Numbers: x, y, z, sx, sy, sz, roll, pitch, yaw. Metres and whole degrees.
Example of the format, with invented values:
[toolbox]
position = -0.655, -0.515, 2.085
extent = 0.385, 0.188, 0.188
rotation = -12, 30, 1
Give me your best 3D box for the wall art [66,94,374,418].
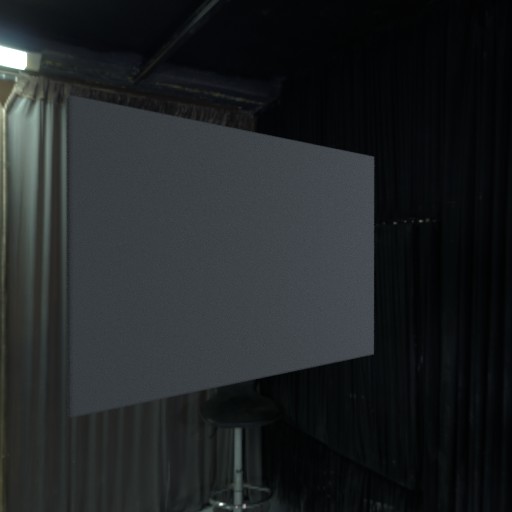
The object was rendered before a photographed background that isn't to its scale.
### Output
[wall art]
position = 0.000, 0.000, 1.200
extent = 0.964, 0.659, 0.049
rotation = 0, 0, -35
